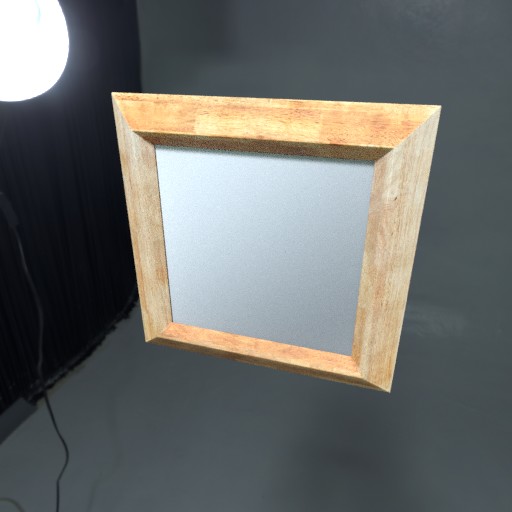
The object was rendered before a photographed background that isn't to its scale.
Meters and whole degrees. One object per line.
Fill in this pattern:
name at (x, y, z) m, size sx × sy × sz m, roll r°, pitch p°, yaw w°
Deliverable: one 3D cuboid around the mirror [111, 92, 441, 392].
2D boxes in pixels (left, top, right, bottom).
mirror at (0.000, 0.000, 0.972) m, size 0.651 × 0.651 × 0.047 m, roll 8°, pitch 28°, yaw 15°
